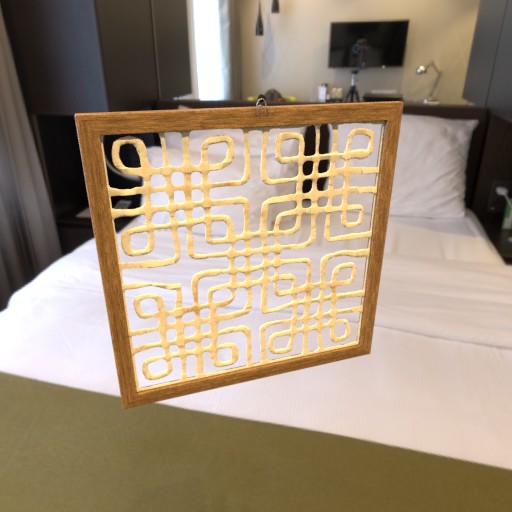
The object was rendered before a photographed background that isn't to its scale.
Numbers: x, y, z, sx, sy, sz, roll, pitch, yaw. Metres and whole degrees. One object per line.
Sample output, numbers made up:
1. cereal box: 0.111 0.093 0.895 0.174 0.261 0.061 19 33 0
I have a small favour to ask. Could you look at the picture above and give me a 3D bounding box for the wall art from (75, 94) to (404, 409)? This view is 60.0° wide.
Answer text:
1. wall art: 0.000 0.000 0.844 0.561 0.582 0.021 -8 26 -17
